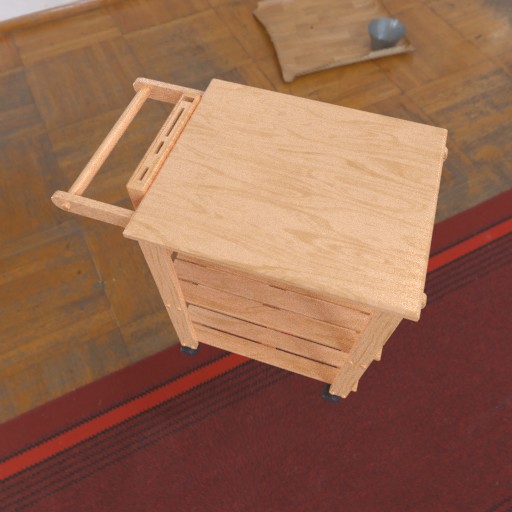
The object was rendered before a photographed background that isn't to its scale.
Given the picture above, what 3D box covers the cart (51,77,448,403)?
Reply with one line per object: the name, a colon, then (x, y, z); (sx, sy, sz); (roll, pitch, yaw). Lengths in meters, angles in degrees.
cart: (0.000, 0.000, 1.354); (0.843, 0.816, 0.520); (16, 60, 9)
